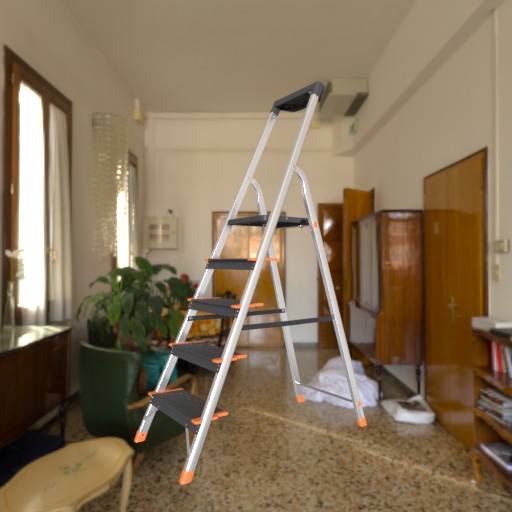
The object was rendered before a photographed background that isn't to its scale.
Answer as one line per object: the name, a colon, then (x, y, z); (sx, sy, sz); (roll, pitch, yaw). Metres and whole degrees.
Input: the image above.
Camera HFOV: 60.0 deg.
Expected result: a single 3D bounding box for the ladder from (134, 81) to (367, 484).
ladder: (0.000, 0.000, 2.073); (0.995, 1.646, 0.480); (0, -1, -36)
